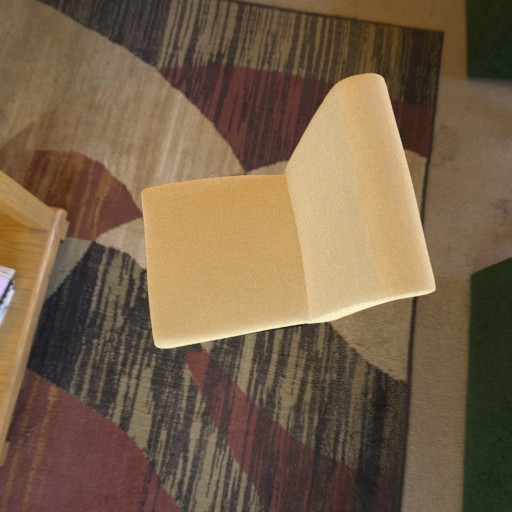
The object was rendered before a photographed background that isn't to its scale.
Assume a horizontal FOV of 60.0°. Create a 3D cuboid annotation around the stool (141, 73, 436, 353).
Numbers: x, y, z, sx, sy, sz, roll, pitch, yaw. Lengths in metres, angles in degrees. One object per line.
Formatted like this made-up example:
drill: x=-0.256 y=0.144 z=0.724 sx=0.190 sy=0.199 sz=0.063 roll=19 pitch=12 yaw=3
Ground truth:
stool: x=0.000 y=0.000 z=1.284 sx=0.597 sy=0.976 sz=0.452 roll=-8 pitch=76 yaw=-2
